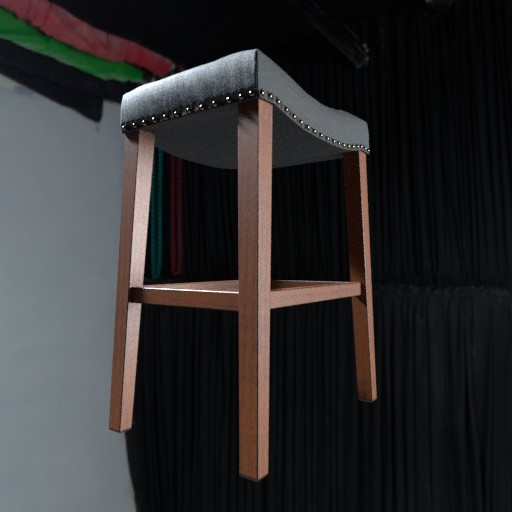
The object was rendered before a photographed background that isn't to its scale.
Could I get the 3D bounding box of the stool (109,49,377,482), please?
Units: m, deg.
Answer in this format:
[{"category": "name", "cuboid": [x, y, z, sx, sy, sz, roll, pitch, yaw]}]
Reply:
[{"category": "stool", "cuboid": [0.000, 0.000, 0.865, 0.320, 0.612, 0.439, -1, -1, 36]}]
